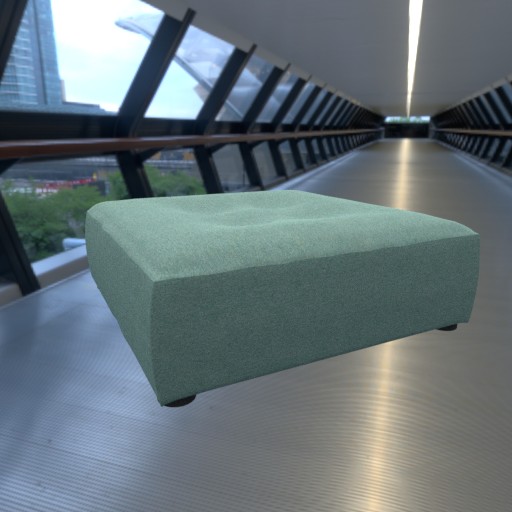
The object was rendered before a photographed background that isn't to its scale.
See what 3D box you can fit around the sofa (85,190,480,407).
[{"bbox_3d":[0.000,0.000,1.438,0.930,0.330,0.930,-8,17,-26],"label":"sofa"}]
